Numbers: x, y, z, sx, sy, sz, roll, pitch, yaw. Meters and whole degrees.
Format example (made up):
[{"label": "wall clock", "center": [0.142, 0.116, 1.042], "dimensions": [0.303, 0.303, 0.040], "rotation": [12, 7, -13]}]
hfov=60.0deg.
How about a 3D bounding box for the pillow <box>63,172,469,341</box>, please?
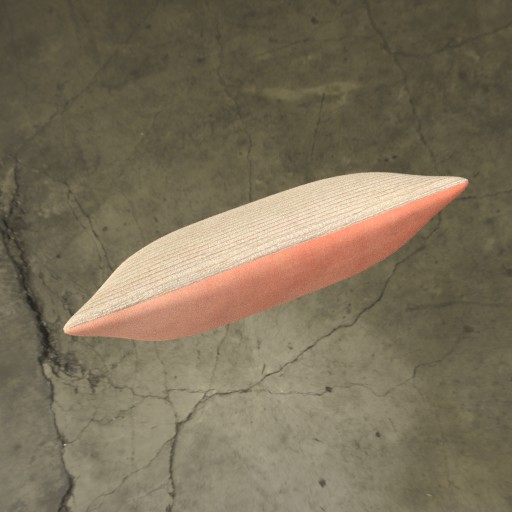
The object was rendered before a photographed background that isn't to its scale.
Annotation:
[{"label": "pillow", "center": [0.000, 0.000, 0.634], "dimensions": [0.424, 0.401, 0.177], "rotation": [-20, 75, -6]}]
